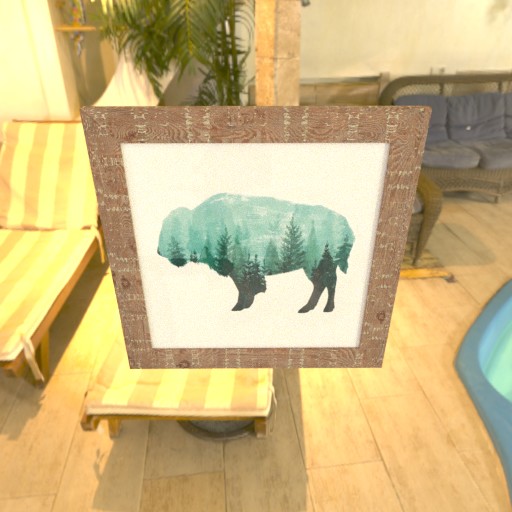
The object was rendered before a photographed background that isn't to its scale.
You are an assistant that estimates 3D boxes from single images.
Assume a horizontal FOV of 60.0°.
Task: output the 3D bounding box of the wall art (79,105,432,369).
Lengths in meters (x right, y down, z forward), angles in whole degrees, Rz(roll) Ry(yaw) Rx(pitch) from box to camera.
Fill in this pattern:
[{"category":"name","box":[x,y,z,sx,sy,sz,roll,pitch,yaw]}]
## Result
[{"category":"wall art","box":[0.000,0.000,0.582,0.380,0.380,0.022,0,30,0]}]
